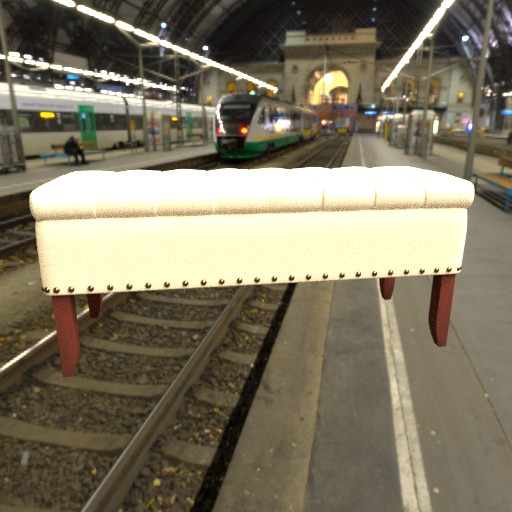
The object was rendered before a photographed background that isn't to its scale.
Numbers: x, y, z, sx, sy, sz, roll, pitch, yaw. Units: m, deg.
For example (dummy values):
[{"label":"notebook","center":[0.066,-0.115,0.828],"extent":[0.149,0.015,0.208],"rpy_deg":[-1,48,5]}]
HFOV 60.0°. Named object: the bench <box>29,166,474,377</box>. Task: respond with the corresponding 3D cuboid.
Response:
[{"label":"bench","center":[0.000,0.000,1.257],"extent":[1.054,0.470,0.400],"rpy_deg":[-3,17,-9]}]
